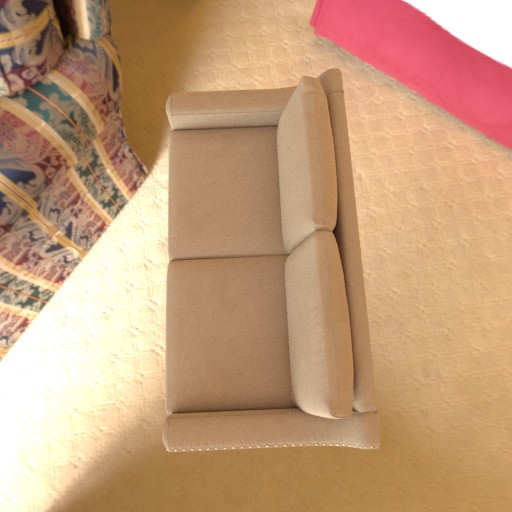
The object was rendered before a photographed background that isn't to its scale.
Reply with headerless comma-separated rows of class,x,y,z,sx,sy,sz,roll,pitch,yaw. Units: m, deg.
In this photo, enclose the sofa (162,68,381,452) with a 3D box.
sofa,0.000,0.000,2.489,1.030,0.901,1.967,-2,75,-1
